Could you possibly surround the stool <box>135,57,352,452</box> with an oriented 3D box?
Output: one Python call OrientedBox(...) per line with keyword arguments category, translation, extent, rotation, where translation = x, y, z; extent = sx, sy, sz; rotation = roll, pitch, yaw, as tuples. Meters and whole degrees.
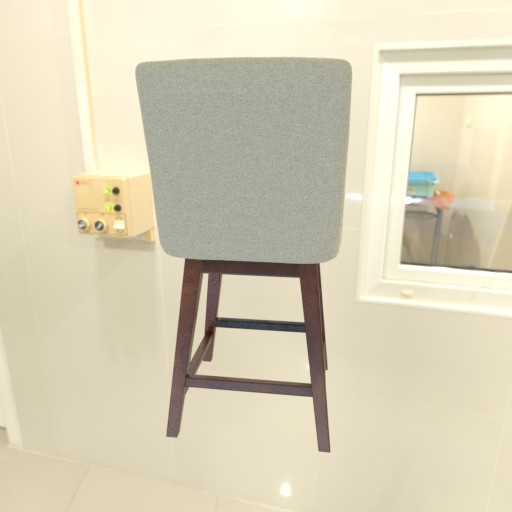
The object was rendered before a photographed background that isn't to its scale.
OrientedBox(category="stool", translation=(0.000, 0.000, 1.276), extent=(0.469, 0.991, 0.559), rotation=(2, 17, 7))
